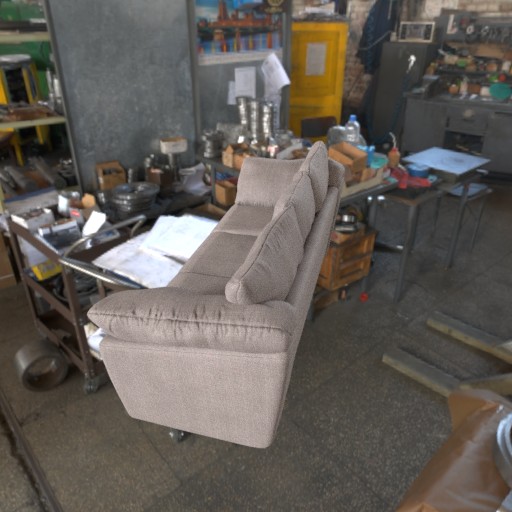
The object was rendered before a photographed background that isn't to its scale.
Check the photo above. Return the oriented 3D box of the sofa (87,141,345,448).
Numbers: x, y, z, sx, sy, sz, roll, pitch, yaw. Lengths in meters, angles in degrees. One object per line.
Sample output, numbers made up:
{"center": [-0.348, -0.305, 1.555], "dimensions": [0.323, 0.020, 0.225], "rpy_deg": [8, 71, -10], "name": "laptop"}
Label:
{"center": [0.000, 0.000, 2.846], "dimensions": [0.878, 0.996, 2.334], "rpy_deg": [8, 30, 13], "name": "sofa"}
